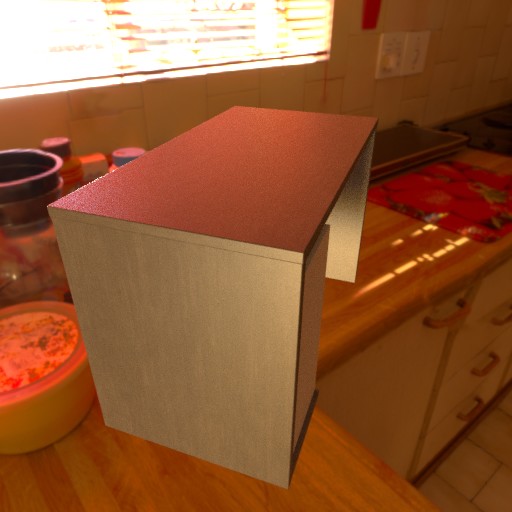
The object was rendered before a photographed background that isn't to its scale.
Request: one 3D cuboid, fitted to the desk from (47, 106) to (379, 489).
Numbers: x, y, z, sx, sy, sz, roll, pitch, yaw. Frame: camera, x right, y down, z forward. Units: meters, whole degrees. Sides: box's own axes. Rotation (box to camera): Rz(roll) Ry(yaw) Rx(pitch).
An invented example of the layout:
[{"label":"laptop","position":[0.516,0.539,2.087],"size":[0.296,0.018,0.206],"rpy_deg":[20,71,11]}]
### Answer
[{"label":"desk","position":[0.000,0.000,1.545],"size":[0.600,0.750,1.100],"rpy_deg":[11,32,17]}]
